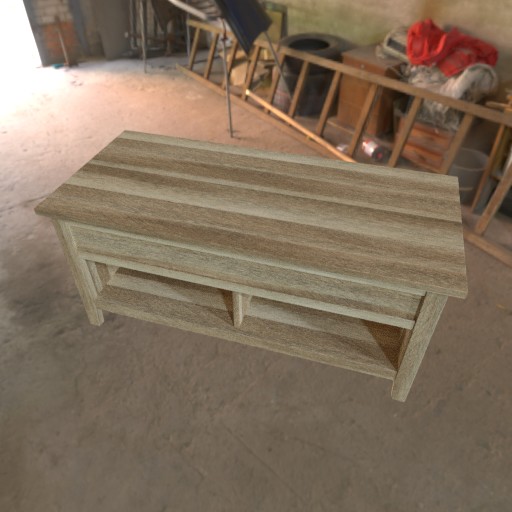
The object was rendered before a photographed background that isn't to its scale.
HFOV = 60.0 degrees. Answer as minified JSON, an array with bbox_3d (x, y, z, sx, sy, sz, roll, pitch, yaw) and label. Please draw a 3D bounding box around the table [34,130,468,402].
[{"bbox_3d":[0.000,0.000,1.404,1.095,0.480,0.493,11,43,12],"label":"table"}]
